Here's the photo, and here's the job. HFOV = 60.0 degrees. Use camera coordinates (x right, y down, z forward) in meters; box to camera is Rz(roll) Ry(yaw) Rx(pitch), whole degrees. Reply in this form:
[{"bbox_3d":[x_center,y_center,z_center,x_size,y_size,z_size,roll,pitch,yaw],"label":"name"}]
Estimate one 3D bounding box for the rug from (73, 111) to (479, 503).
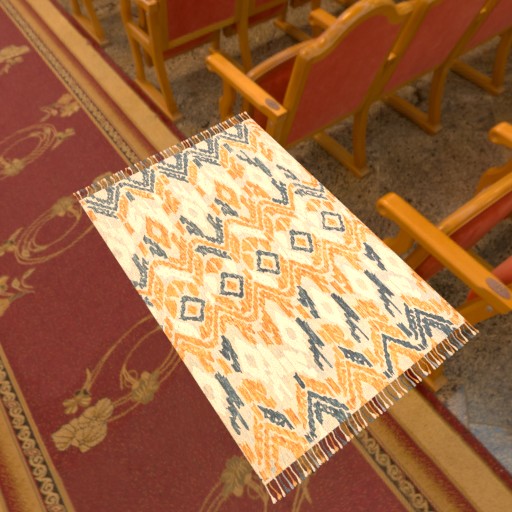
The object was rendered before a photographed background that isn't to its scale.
[{"bbox_3d":[0.000,0.000,2.915,1.533,0.010,2.428,-31,62,-18],"label":"rug"}]
